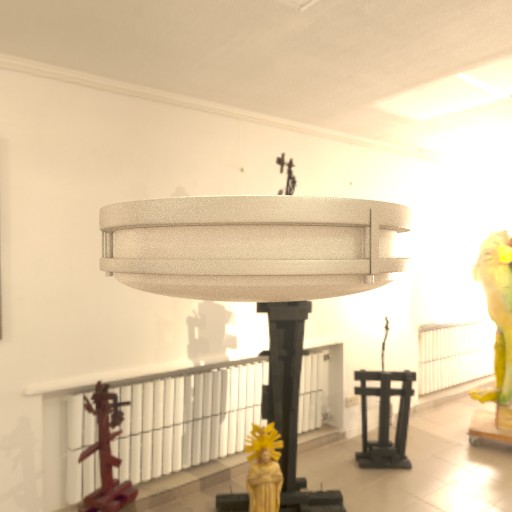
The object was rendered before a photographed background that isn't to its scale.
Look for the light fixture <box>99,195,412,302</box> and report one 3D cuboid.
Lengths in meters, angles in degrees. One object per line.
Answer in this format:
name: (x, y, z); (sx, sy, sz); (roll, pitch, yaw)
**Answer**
light fixture: (0.000, 0.000, 0.533); (0.356, 0.102, 0.356); (0, 0, 0)
